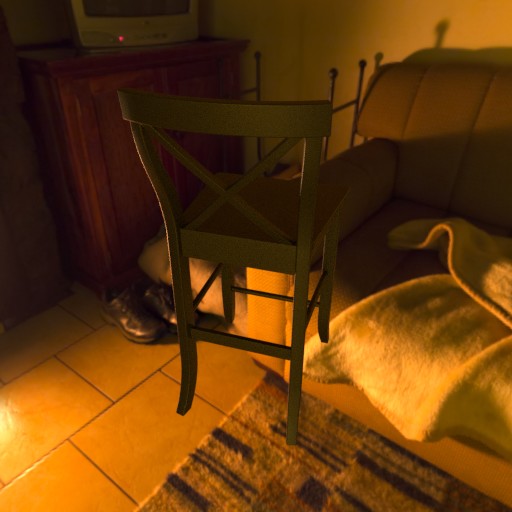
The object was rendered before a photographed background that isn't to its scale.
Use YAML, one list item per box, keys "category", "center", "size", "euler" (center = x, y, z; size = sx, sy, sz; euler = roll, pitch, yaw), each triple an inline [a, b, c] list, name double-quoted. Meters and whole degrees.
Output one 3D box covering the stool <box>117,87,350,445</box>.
- category: "stool"
  center: [0.000, 0.000, 1.299]
  size: [0.452, 0.989, 0.559]
  euler: [9, 32, 15]
